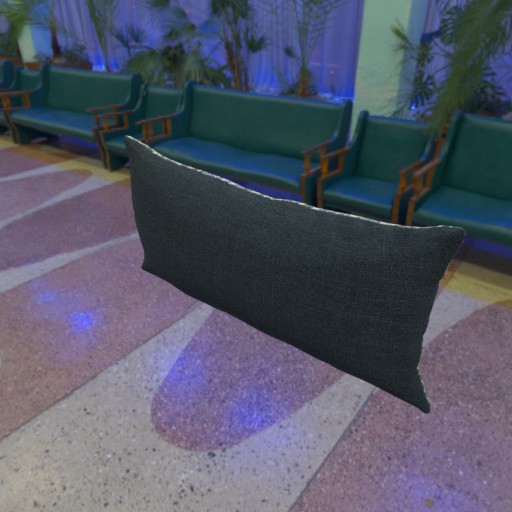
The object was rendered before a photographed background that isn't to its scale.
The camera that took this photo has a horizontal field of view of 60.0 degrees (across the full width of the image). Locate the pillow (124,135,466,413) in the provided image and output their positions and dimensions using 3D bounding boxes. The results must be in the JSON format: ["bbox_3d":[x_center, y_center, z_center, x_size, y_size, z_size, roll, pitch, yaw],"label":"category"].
[{"bbox_3d":[0.000,0.000,0.726,0.631,0.292,0.148,22,37,32],"label":"pillow"}]
